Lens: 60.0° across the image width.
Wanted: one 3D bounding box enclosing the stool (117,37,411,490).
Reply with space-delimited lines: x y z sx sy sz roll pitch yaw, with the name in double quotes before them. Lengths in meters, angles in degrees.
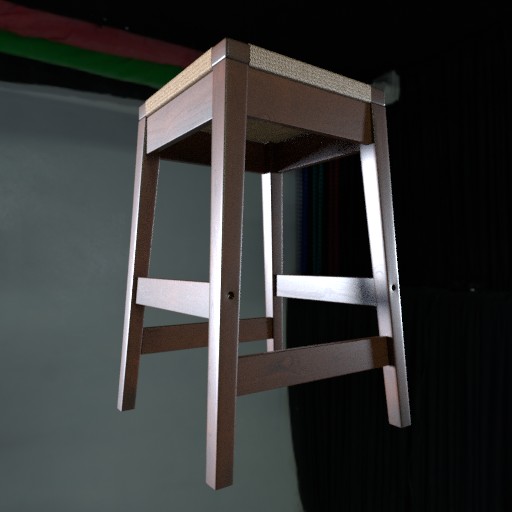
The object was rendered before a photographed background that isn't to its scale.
"stool" 0.000 0.000 1.063 0.507 0.762 0.497 1 -1 -35
